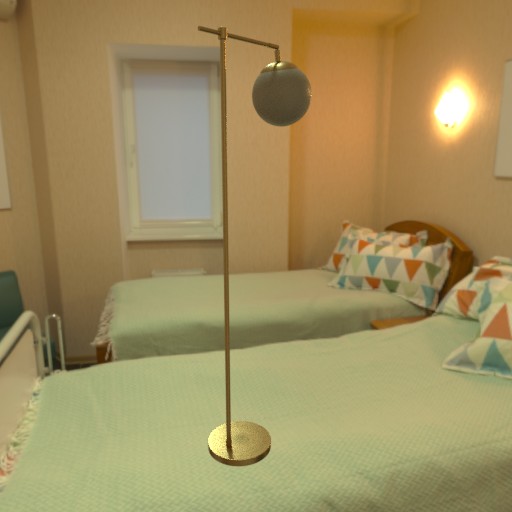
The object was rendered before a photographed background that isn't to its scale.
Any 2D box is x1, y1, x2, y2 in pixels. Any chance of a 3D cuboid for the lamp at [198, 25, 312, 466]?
[{"bbox_3d":[0.000,0.000,1.650,0.476,1.505,0.249,-12,17,-43],"label":"lamp"}]
